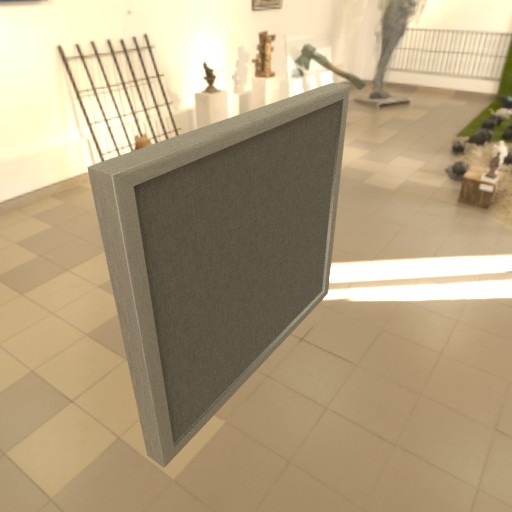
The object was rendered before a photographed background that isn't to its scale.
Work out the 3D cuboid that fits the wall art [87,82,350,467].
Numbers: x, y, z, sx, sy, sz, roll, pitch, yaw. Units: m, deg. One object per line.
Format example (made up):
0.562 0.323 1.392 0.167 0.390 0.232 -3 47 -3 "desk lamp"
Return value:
0.000 0.000 0.525 0.028 0.330 0.380 20 37 29 "wall art"
